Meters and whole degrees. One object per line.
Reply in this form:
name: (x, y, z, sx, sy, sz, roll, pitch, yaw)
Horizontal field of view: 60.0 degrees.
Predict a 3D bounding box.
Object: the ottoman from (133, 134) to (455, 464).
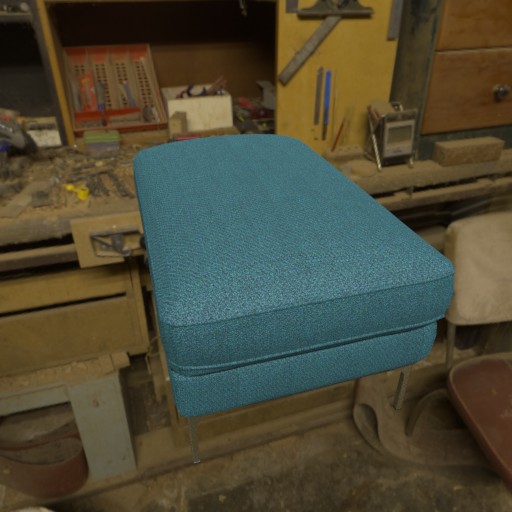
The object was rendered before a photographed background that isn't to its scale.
ottoman: (0.000, 0.000, 1.185, 0.563, 0.498, 0.856, -9, 33, -14)
